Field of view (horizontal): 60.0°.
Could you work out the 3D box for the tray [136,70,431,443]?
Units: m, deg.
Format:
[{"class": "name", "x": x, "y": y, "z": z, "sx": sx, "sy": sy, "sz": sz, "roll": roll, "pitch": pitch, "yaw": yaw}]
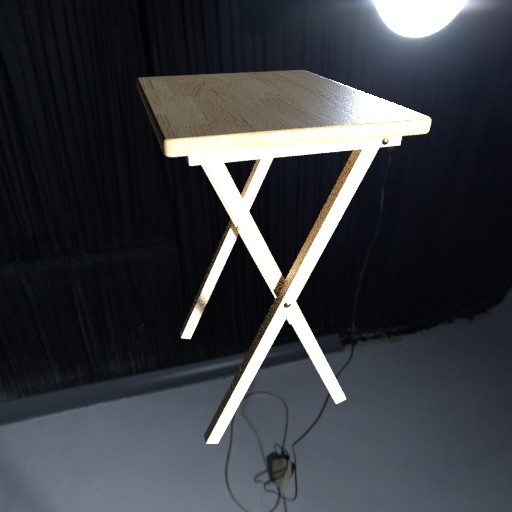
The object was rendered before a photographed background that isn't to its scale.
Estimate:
[{"class": "tray", "x": 0.000, "y": 0.000, "z": 0.945, "sx": 0.381, "sy": 0.660, "sz": 0.483, "roll": -9, "pitch": 32, "yaw": -14}]
